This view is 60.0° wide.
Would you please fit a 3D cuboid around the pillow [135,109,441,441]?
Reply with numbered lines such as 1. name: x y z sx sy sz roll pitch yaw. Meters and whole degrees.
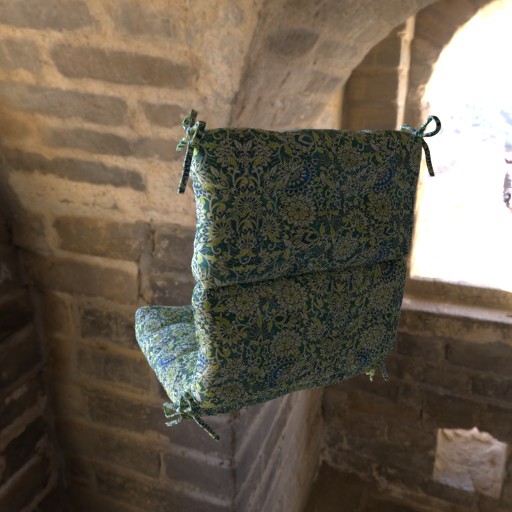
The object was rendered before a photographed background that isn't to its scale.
1. pillow: 0.000 0.000 1.013 0.519 0.605 0.571 -7 16 -26
